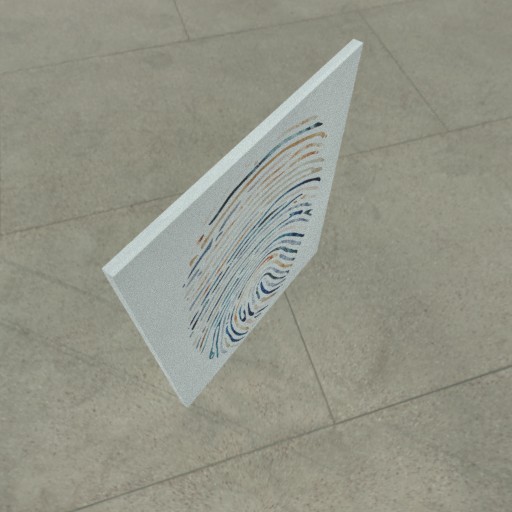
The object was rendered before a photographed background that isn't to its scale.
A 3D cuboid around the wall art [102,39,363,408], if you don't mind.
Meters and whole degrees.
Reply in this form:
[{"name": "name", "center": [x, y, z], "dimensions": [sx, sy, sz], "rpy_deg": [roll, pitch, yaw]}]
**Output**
[{"name": "wall art", "center": [0.000, 0.000, 0.981], "dimensions": [0.021, 0.710, 0.609], "rpy_deg": [33, 64, 19]}]
